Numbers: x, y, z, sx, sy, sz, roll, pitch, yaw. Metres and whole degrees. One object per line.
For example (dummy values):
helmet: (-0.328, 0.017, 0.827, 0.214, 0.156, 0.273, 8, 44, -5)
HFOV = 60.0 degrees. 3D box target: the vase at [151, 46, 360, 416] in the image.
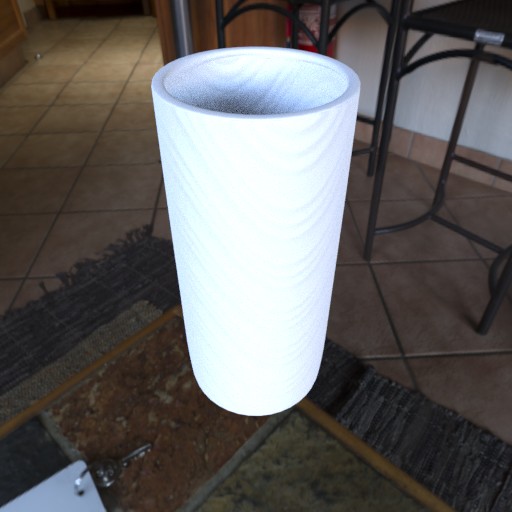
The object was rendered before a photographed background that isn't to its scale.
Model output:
vase: (0.000, 0.000, 0.398, 0.143, 0.316, 0.143, 0, 41, 0)
